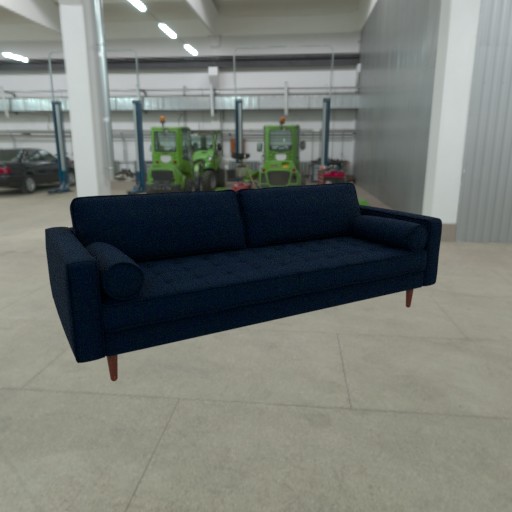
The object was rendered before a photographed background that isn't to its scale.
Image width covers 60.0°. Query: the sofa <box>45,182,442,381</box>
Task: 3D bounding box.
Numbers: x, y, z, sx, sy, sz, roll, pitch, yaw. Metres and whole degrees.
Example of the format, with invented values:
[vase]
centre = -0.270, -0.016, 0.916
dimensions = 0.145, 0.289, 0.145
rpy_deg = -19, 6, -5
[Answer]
[sofa]
centre = 0.000, 0.000, 2.654
dimensions = 2.210, 0.762, 0.914
rpy_deg = -8, 16, -29
